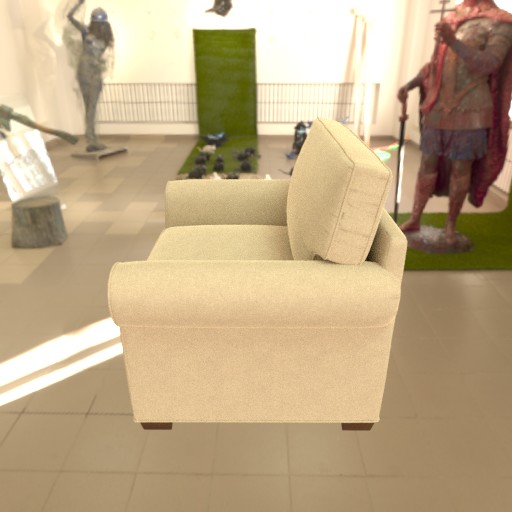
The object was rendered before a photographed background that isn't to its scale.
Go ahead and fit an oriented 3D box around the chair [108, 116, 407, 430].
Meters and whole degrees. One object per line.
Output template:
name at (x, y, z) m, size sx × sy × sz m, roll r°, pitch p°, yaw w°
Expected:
chair at (0.000, 0.000, 1.741) m, size 0.863 × 0.955 × 1.040 m, roll 0°, pitch 26°, yaw 0°
